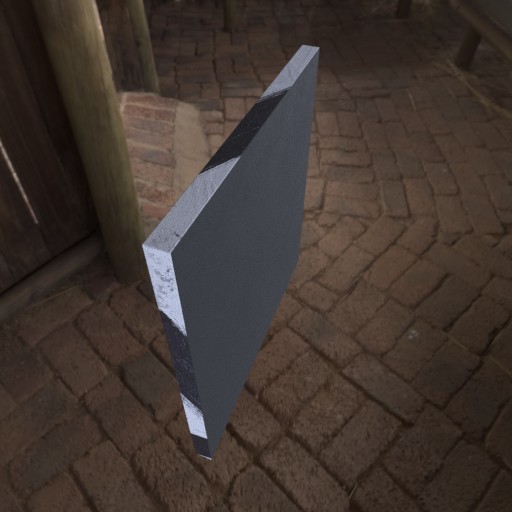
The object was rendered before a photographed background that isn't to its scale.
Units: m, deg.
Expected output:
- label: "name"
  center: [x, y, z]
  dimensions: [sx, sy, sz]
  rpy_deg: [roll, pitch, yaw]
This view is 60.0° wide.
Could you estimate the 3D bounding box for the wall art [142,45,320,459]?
- label: "wall art"
  center: [0.000, 0.000, 1.129]
  dimensions: [0.046, 0.765, 0.765]
  rpy_deg: [15, 48, 14]
